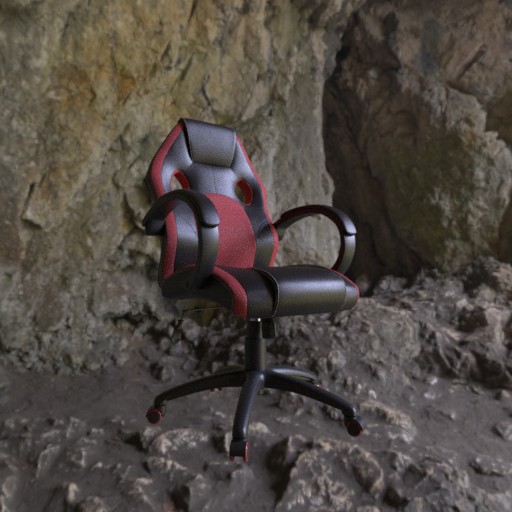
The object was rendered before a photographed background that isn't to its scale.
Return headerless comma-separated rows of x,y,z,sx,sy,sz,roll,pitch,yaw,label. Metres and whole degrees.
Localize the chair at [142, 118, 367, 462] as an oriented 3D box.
0.000,0.000,1.675,0.750,1.189,0.783,1,-2,-36,chair
